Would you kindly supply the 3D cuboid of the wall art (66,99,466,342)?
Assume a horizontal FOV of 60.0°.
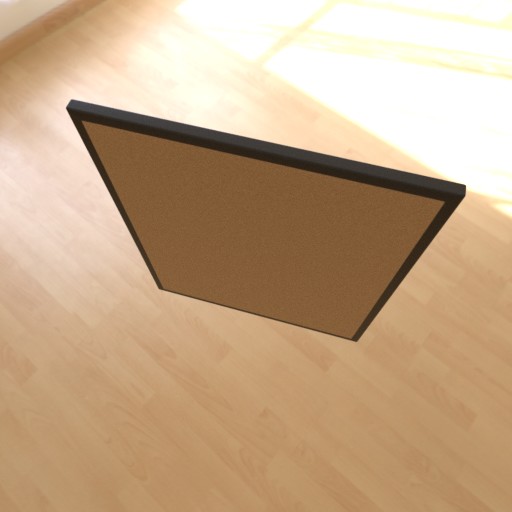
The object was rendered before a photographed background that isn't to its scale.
[{"bbox_3d":[0.000,0.000,0.777,0.481,0.582,0.018,14,64,7],"label":"wall art"}]
